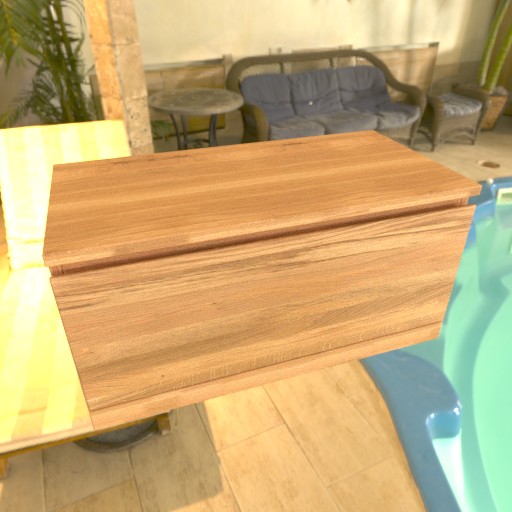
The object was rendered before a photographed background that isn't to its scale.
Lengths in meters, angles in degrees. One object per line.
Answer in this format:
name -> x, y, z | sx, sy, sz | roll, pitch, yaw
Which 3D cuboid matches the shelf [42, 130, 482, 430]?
shelf -> 0.000, 0.000, 1.022 | 0.800, 0.400, 0.400 | -10, 33, -16
